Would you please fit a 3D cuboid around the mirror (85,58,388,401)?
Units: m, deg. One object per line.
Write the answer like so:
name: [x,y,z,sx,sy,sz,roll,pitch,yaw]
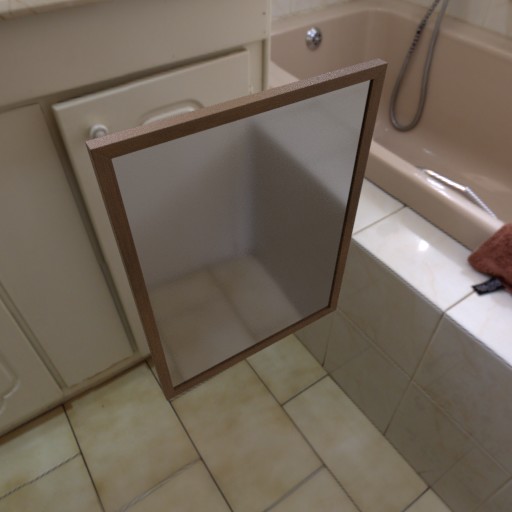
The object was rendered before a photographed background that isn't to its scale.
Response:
mirror: [0.000,0.000,1.353,0.762,1.016,0.040,-24,50,-22]
